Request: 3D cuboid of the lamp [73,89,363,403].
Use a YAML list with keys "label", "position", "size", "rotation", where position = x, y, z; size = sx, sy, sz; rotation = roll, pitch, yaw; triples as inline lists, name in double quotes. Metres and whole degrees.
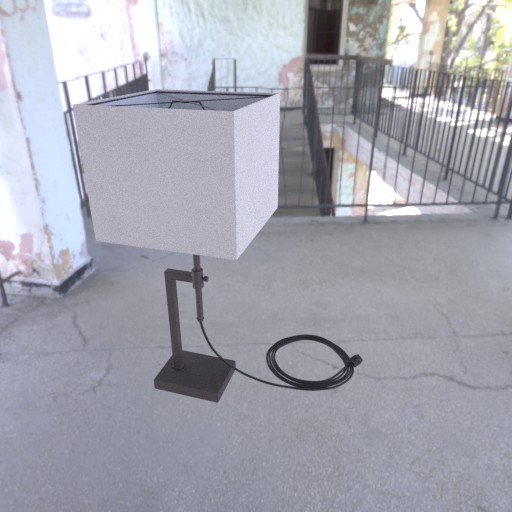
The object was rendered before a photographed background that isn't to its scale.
- label: "lamp"
  position: [0.000, 0.000, 0.971]
  size: [0.504, 0.660, 0.399]
  rotation: [8, 27, 15]
